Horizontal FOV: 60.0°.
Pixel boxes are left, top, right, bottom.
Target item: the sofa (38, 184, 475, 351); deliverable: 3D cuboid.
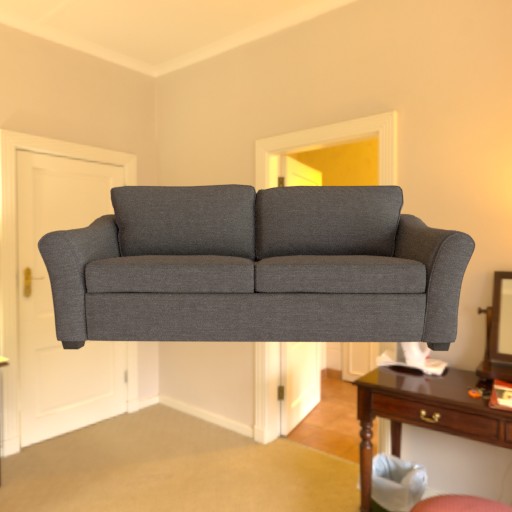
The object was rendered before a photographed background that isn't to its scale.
[{"bbox_3d":[0.000,0.000,2.704,2.270,0.950,0.971,0,1,1],"label":"sofa"}]
